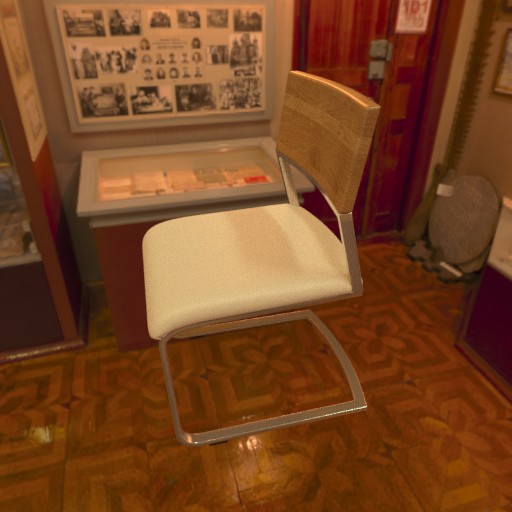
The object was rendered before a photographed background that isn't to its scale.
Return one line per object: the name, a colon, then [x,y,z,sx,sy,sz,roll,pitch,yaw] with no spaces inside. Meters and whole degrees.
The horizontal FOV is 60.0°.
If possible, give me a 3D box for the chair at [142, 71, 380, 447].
chair: [0.000,0.000,1.176,0.585,0.844,0.467,-7,31,-12]
